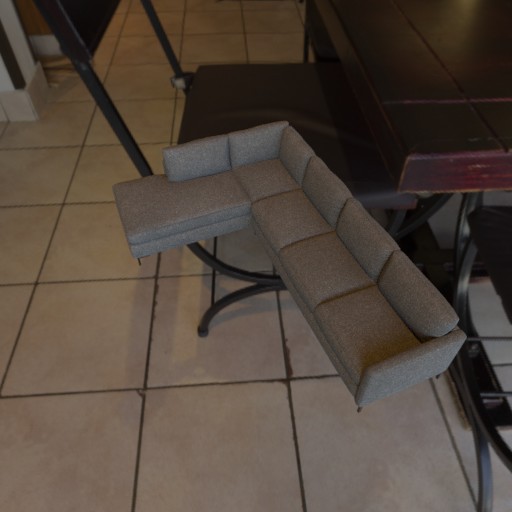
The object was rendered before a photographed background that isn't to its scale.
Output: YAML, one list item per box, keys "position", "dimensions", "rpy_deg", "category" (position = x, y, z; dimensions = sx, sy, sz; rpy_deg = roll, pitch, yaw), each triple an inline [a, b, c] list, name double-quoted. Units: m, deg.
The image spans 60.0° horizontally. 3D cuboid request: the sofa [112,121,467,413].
- position: [0.000, 0.000, 3.873]
  dimensions: [2.007, 0.815, 2.949]
  rpy_deg: [-17, 50, -15]
  category: "sofa"
